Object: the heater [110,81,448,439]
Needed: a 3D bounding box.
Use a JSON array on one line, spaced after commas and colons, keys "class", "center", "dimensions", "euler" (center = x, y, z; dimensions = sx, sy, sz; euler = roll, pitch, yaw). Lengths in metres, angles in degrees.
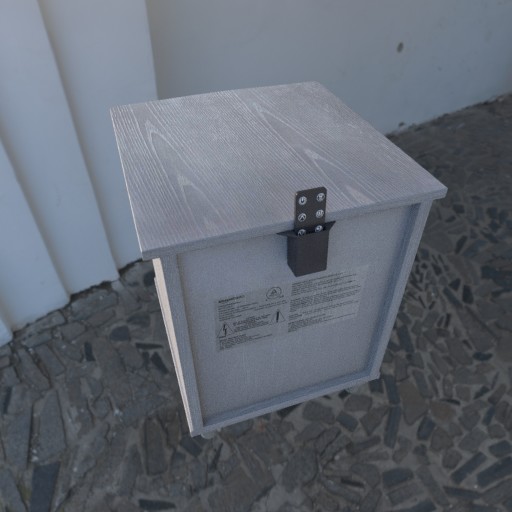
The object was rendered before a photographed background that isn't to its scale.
[{"class": "heater", "center": [0.000, 0.000, 0.746], "dimensions": [0.362, 0.481, 0.400], "euler": [-13, 43, -14]}]
